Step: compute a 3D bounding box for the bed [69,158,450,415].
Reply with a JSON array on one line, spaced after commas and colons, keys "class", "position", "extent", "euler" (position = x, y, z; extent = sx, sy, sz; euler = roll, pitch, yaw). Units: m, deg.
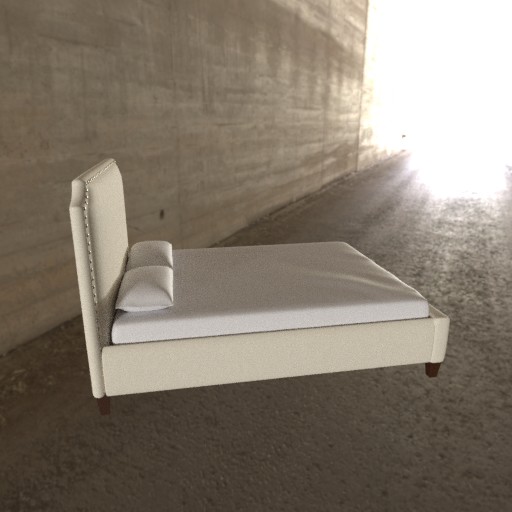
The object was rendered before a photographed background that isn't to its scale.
[{"class": "bed", "position": [0.000, 0.000, 3.494], "extent": [2.372, 1.443, 1.712], "euler": [-3, 17, -10]}]
